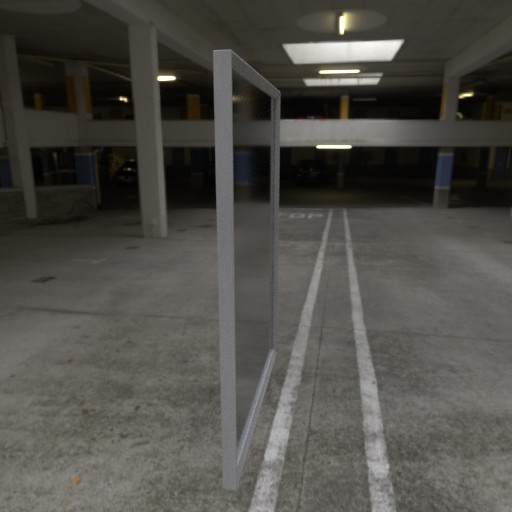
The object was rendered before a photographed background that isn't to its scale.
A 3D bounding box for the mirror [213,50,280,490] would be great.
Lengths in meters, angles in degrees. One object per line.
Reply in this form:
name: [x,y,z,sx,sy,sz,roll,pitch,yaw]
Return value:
mirror: [0.000,0.000,1.347,0.041,1.016,0.762,3,15,10]
